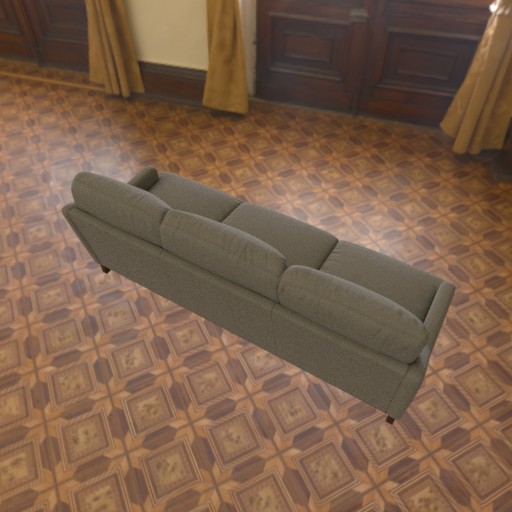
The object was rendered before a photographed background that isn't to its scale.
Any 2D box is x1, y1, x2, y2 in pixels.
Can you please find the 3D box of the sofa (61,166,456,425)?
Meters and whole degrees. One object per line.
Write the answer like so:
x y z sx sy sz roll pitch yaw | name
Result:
0.000 0.000 2.849 2.344 0.926 0.987 24 50 21 | sofa
